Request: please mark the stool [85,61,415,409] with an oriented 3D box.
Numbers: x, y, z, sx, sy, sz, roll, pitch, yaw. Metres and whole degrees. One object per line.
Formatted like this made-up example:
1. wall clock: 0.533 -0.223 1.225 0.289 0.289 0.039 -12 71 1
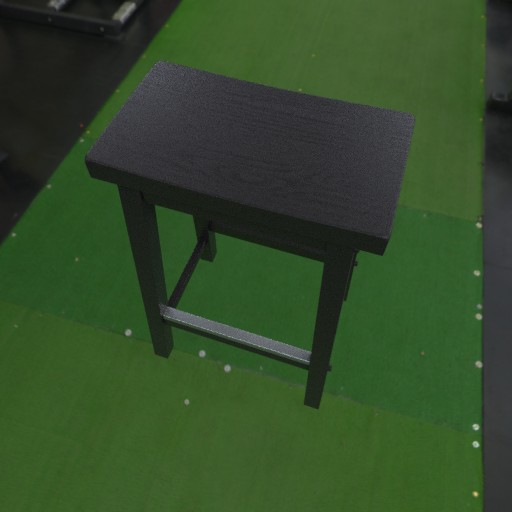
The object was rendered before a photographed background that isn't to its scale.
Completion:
1. stool: 0.000 0.000 0.861 0.406 0.610 0.322 16 59 10
